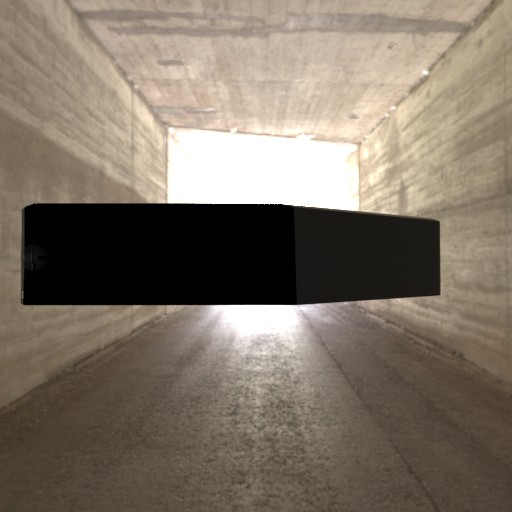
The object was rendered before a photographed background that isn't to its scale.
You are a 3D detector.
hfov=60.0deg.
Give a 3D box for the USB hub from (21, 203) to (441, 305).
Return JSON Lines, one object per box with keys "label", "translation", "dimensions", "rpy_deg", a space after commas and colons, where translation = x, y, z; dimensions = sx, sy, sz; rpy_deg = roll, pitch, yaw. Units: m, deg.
{"label": "USB hub", "translation": [0.000, 0.000, 0.121], "dimensions": [0.110, 0.023, 0.044], "rpy_deg": [1, -1, -35]}
